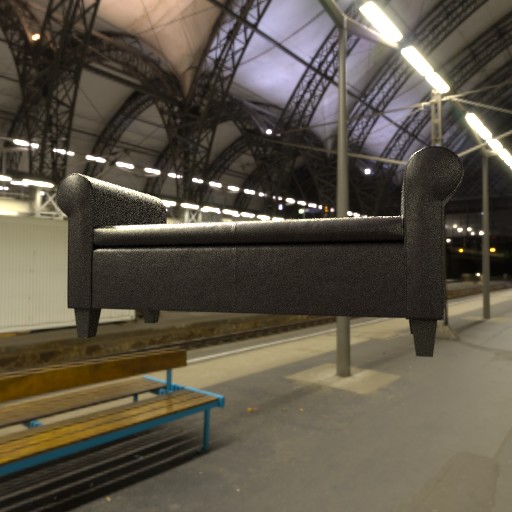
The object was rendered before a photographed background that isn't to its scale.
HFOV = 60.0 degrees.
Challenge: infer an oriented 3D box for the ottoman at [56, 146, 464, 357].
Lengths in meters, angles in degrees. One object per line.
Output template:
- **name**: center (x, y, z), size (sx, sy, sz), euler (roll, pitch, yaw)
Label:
- **ottoman**: center (0.000, 0.000, 1.539), size (1.256, 0.547, 0.521), euler (-1, -2, 17)
